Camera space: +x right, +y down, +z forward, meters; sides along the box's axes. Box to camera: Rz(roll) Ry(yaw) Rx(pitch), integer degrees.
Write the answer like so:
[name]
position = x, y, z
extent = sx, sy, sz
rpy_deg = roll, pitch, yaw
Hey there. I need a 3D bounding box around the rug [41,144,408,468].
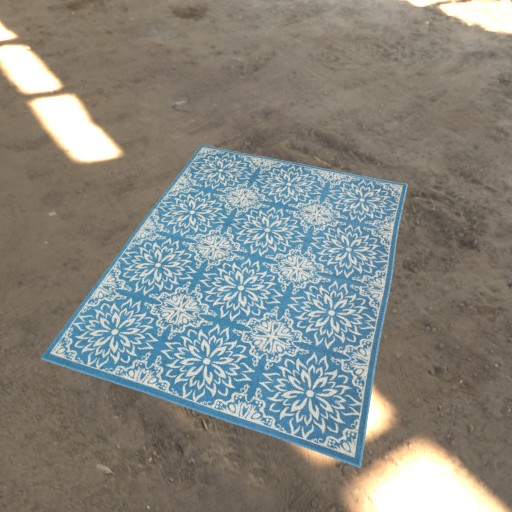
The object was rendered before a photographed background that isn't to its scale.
[rug]
position = 0.000, 0.000, 3.929
extent = 2.350, 0.018, 2.964
rpy_deg = 14, 48, 13
